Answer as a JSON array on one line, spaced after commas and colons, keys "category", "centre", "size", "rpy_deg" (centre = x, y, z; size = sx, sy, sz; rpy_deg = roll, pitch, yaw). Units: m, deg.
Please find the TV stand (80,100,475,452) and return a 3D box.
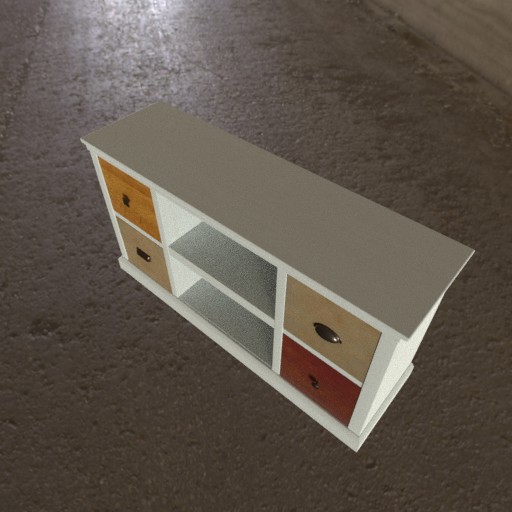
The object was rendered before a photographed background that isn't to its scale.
[{"category": "TV stand", "centre": [0.000, 0.000, 1.517], "size": [1.187, 0.624, 0.424], "rpy_deg": [32, 54, 27]}]
